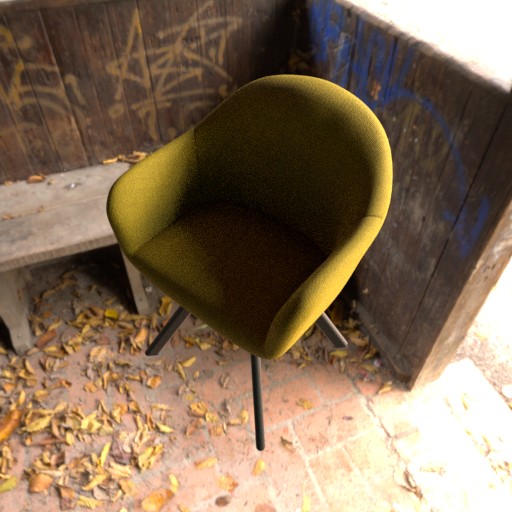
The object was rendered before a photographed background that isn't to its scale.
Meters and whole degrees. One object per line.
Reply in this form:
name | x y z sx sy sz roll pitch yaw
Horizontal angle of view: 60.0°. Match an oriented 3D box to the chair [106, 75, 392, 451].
chair | 0.000 0.000 1.190 0.590 0.795 0.550 31 53 26
